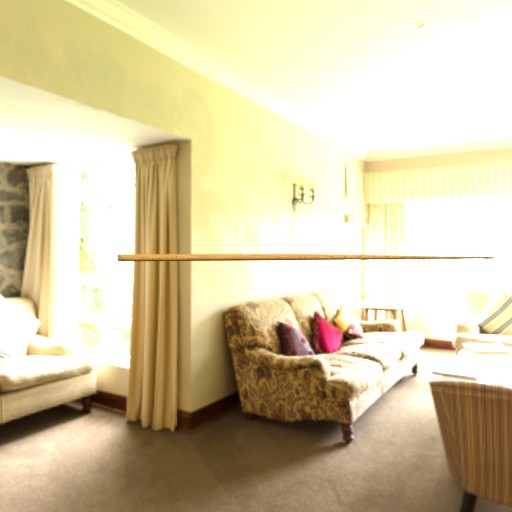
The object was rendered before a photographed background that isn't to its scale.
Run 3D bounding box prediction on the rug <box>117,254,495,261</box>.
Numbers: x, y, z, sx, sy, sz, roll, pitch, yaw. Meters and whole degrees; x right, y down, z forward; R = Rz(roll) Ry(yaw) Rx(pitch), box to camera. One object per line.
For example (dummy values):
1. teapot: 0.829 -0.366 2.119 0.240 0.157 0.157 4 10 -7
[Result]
1. rug: 0.000 0.000 4.090 2.441 0.016 3.050 0 1 -17
